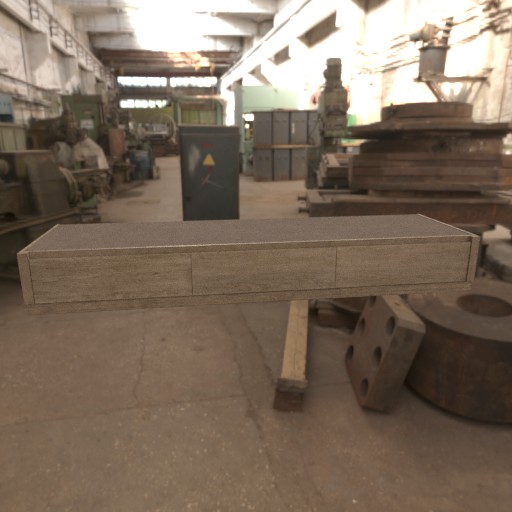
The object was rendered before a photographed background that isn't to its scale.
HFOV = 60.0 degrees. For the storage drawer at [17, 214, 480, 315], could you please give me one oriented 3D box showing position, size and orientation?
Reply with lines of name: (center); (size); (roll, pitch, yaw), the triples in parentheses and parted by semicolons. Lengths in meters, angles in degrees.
storage drawer: (0.000, 0.000, 2.282); (2.072, 0.274, 0.591); (-2, 16, -8)
